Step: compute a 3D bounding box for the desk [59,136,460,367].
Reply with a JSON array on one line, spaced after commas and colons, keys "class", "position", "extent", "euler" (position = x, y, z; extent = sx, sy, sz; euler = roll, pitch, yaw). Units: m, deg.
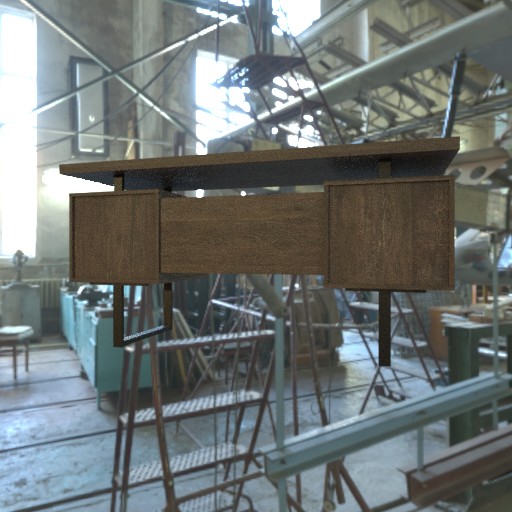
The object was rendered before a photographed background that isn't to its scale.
[{"class": "desk", "position": [0.000, 0.000, 1.905], "extent": [1.524, 0.760, 0.600], "euler": [0, 0, 17]}]
